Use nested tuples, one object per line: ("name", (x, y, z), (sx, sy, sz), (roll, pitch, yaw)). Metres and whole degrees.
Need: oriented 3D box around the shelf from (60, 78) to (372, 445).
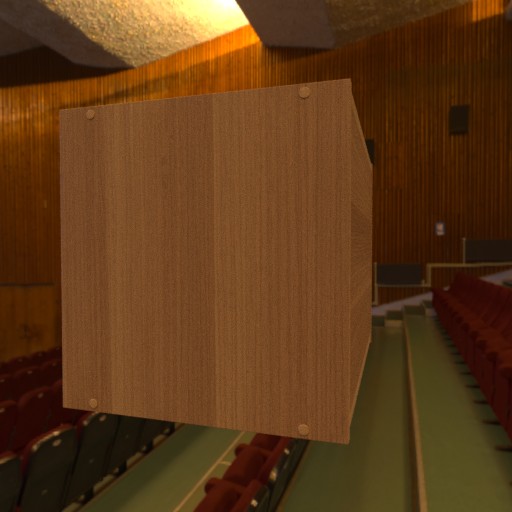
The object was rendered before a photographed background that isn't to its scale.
("shelf", (0.000, 0.000, 0.609), (0.290, 0.305, 0.415), (0, 2, 17))
